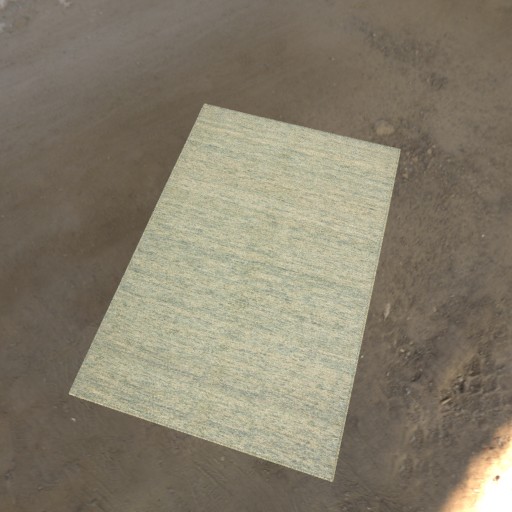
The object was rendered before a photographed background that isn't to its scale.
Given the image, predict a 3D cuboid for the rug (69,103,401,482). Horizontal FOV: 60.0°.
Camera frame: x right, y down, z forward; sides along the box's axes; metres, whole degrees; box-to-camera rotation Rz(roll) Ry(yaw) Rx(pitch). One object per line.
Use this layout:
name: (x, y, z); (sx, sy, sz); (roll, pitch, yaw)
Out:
rug: (0.000, 0.000, 2.347); (1.250, 0.015, 1.850); (15, 66, 7)
